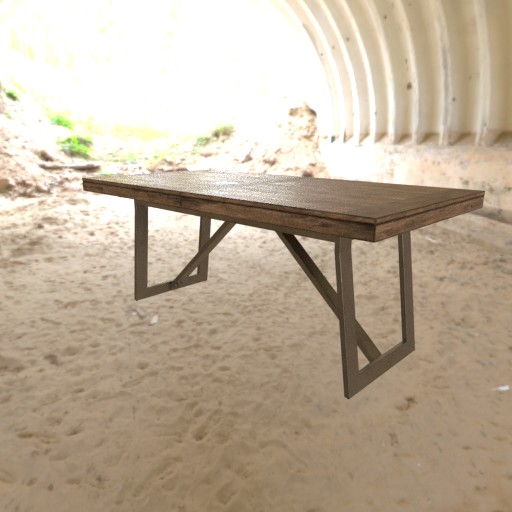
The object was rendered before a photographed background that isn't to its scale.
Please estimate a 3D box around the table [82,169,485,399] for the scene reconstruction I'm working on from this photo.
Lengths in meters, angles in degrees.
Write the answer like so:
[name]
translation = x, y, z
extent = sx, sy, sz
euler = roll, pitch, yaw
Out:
[table]
translation = 0.000, 0.000, 2.327
extent = 1.867, 0.757, 0.931
euler = 14, 21, 42
